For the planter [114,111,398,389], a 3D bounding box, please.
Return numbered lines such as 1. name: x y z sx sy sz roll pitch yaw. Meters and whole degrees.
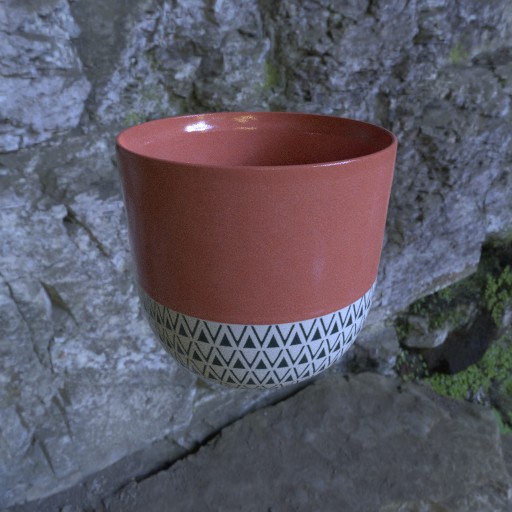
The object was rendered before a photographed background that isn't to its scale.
1. planter: 0.000 0.000 0.491 0.266 0.270 0.266 0 26 0
